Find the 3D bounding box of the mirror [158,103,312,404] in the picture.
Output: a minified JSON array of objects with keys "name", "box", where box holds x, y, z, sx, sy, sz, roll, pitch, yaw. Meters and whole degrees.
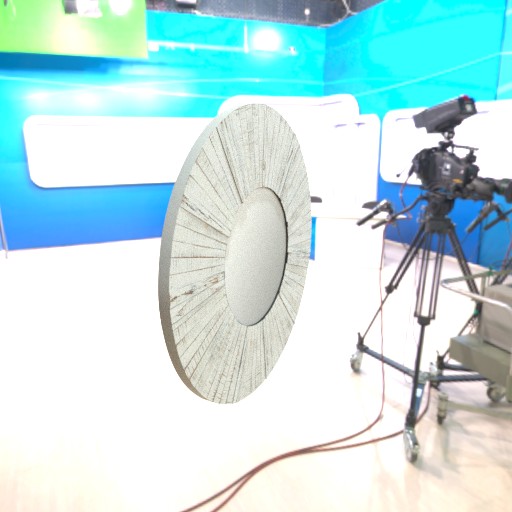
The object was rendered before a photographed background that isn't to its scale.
[{"name":"mirror","box":[0.000,0.000,1.405,0.038,0.914,0.914,8,17,26]}]
